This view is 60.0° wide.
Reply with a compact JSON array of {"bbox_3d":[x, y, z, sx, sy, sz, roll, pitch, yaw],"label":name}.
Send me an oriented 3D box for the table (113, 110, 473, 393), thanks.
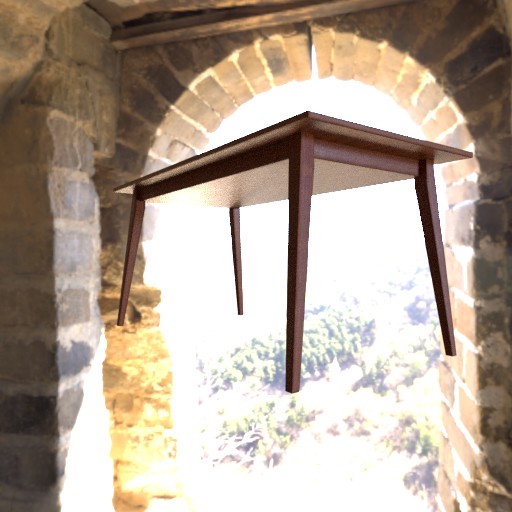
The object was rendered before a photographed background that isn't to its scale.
[{"bbox_3d":[0.000,0.000,2.042,0.811,0.755,1.609,0,0,-35],"label":"table"}]
